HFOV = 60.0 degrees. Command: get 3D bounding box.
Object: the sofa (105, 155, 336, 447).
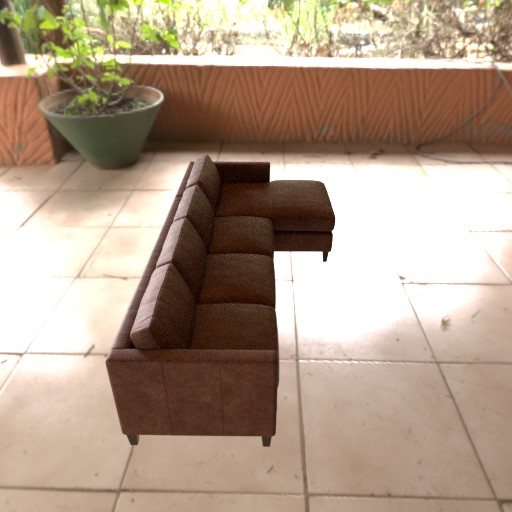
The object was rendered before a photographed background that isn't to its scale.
[{"bbox_3d":[0.000,0.000,3.876,1.581,0.883,3.203,0,31,1],"label":"sofa"}]
